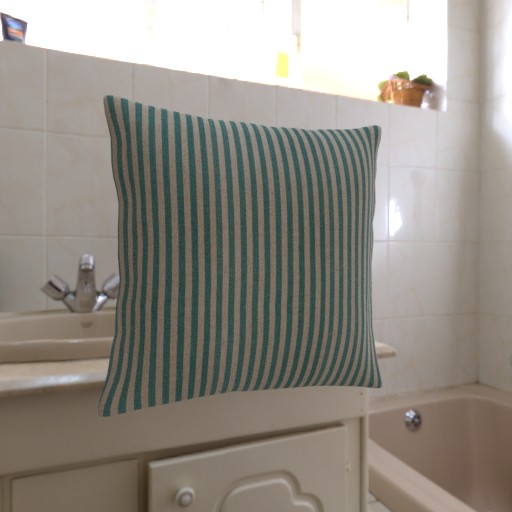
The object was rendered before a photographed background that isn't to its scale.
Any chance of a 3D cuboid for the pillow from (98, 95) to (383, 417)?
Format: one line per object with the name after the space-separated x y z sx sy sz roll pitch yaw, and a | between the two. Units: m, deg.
0.000 0.000 0.780 0.523 0.510 0.166 0 0 -19 | pillow
